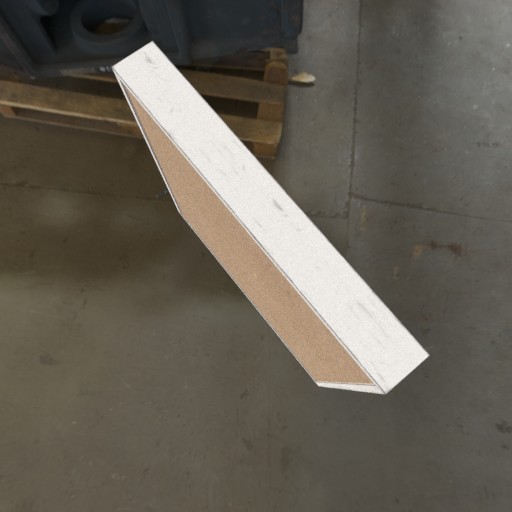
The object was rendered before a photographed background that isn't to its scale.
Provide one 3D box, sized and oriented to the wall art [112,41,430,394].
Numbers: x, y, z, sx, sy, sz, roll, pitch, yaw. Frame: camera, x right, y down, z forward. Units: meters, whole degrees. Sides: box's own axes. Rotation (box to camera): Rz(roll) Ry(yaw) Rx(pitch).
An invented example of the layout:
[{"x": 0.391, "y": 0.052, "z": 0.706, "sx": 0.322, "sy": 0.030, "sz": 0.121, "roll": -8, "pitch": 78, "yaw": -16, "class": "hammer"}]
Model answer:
[{"x": 0.000, "y": 0.000, "z": 0.456, "sx": 0.038, "sy": 0.305, "sz": 0.305, "roll": -38, "pitch": 78, "yaw": -10, "class": "wall art"}]
